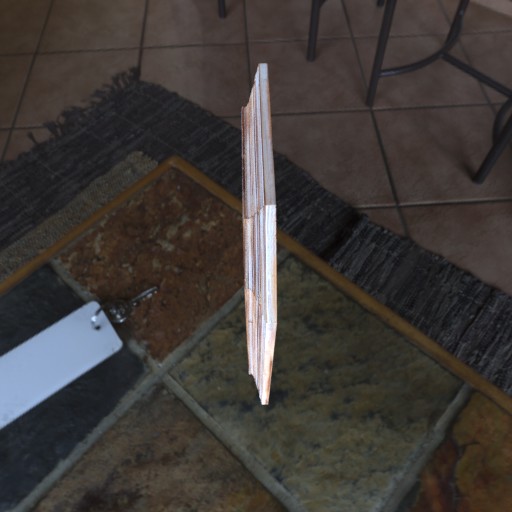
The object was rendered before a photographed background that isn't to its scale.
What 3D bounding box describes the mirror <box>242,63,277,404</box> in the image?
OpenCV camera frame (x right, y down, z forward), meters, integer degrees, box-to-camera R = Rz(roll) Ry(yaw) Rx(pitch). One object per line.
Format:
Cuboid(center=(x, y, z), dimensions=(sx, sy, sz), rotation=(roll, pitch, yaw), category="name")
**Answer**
Cuboid(center=(0.000, 0.000, 1.314), dimensions=(0.061, 1.015, 0.709), rotation=(-1, 60, -1), category="mirror")
